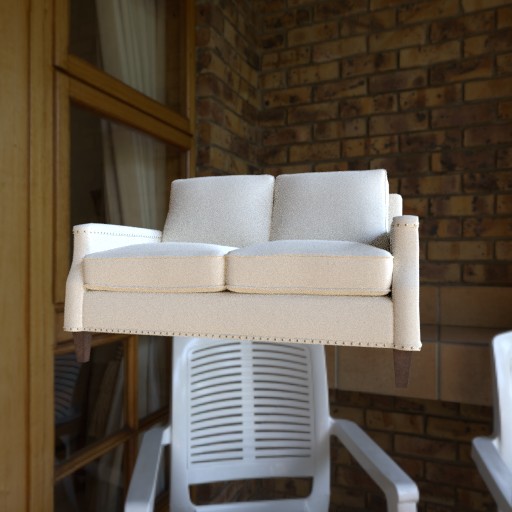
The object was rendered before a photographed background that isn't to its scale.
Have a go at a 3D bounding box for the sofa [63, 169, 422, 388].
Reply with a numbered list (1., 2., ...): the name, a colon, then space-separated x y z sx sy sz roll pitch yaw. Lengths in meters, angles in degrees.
1. sofa: 0.000 0.000 2.357 1.597 1.003 1.084 0 0 17
